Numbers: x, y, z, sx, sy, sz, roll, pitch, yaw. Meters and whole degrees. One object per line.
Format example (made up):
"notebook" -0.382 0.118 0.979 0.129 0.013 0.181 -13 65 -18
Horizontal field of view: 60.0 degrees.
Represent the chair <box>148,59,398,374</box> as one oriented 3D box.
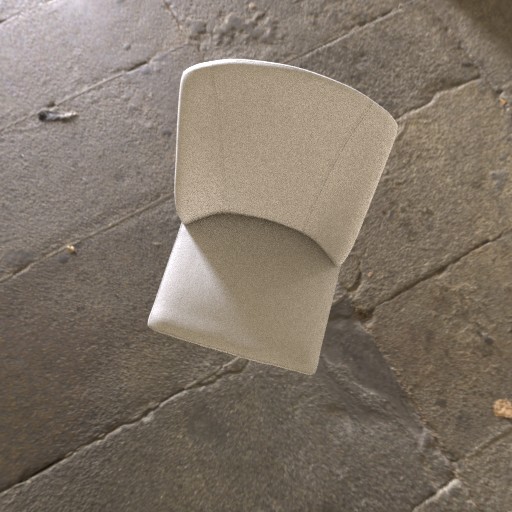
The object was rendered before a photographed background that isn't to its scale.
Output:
"chair" 0.000 0.000 1.210 0.472 0.893 0.540 15 76 4
